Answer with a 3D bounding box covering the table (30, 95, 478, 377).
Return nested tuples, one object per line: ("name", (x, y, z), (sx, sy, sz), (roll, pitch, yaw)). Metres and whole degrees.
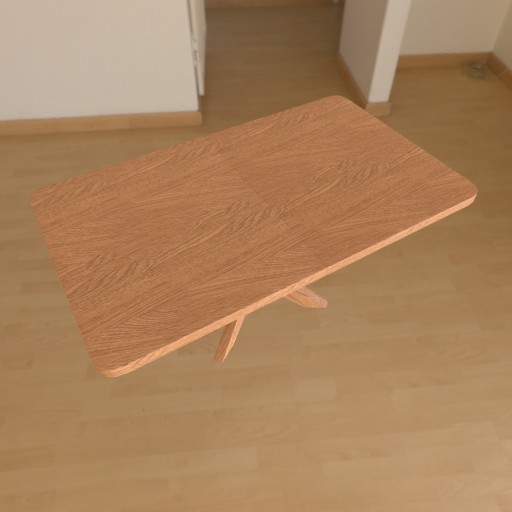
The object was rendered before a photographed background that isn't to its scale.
("table", (0.000, 0.000, 2.081), (1.600, 0.770, 0.950), (-24, 52, -20))
